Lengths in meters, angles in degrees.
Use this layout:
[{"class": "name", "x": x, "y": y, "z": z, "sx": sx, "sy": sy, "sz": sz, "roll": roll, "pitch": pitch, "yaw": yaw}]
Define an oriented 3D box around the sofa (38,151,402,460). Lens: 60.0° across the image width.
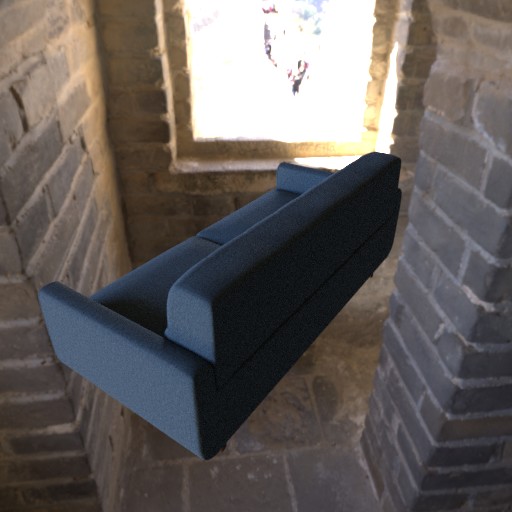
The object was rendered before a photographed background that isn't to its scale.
[{"class": "sofa", "x": 0.000, "y": 0.000, "z": 2.511, "sx": 0.942, "sy": 0.884, "sz": 2.055, "roll": 20, "pitch": 37, "yaw": 29}]
